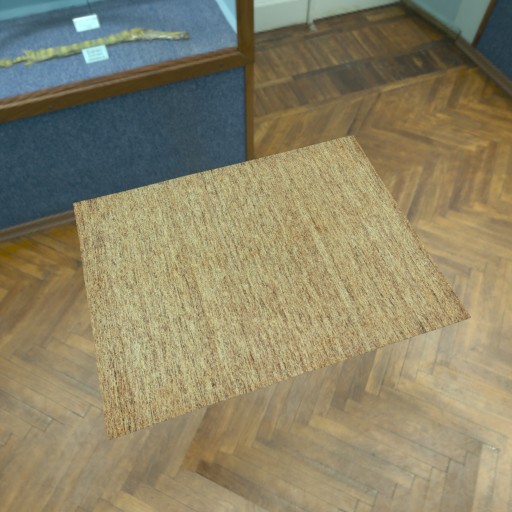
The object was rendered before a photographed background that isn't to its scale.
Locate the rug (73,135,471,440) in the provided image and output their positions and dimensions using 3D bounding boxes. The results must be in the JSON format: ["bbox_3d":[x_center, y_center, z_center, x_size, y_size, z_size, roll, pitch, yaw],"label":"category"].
[{"bbox_3d":[0.000,0.000,4.268,3.200,0.012,2.438,-16,59,-10],"label":"rug"}]
